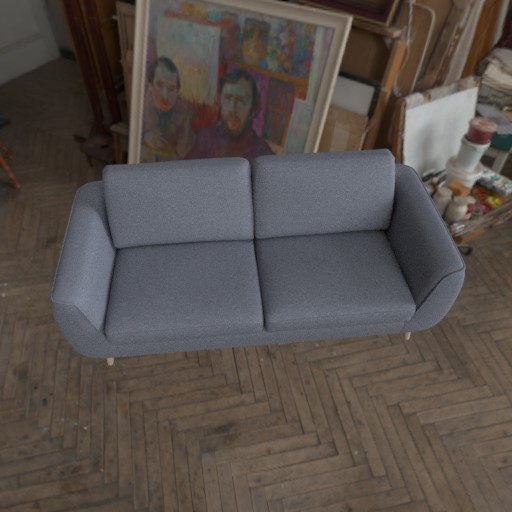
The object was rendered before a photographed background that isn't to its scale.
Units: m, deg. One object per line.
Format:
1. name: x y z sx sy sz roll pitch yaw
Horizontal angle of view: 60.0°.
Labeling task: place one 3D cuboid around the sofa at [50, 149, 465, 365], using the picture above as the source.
1. sofa: 0.000 0.000 2.524 2.000 0.870 0.920 -4 48 -4
